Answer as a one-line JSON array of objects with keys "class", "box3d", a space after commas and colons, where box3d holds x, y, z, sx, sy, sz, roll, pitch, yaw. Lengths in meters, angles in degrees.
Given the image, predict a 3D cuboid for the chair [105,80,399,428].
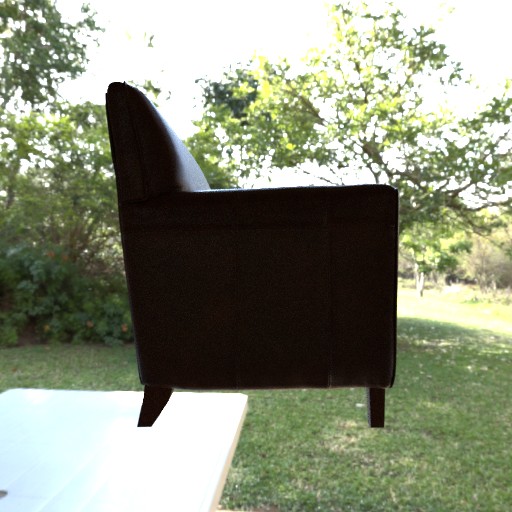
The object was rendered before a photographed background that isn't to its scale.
[{"class": "chair", "box3d": [0.000, 0.000, 1.580, 0.823, 0.943, 0.870, 0, -1, 1]}]
